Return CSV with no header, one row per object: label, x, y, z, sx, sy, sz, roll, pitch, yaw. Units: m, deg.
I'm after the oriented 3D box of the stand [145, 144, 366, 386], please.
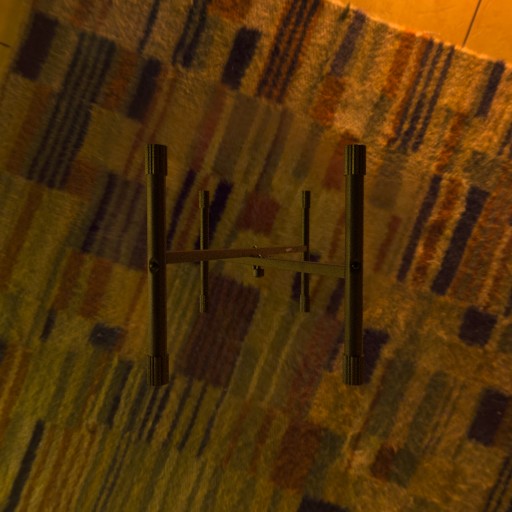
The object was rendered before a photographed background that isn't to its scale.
stand,0.000,0.000,1.189,0.409,0.940,0.449,0,92,0
